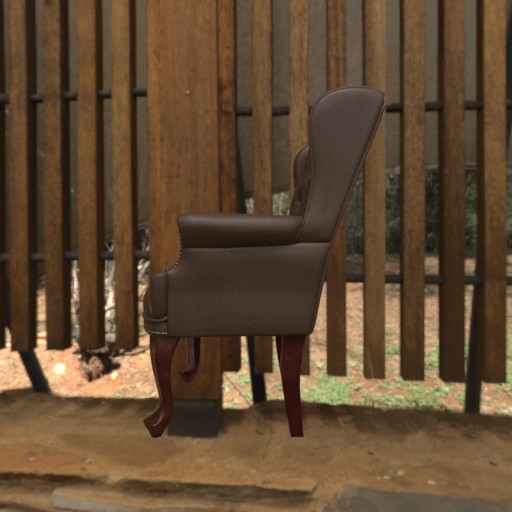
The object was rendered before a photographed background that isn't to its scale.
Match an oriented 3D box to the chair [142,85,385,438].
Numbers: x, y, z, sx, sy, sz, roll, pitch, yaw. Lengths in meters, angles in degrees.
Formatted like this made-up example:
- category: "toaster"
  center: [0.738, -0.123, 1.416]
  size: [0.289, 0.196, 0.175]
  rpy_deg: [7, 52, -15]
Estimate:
- category: "chair"
  center: [0.000, 0.000, 1.691]
  size: [0.819, 1.132, 0.829]
  rpy_deg: [0, 0, 1]
